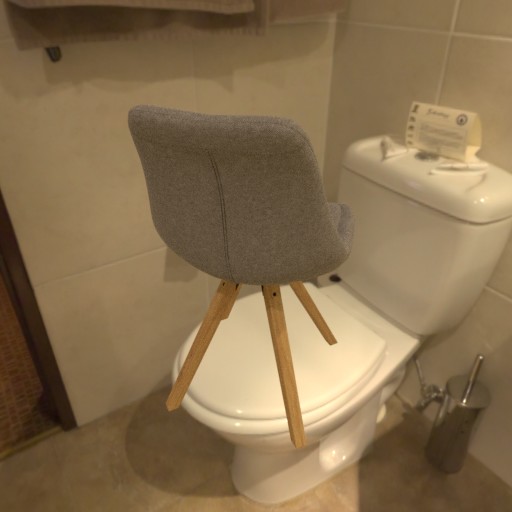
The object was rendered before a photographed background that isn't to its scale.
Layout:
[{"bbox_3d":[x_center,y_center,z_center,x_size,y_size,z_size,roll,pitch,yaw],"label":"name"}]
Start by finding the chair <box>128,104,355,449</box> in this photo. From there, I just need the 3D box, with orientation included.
[{"bbox_3d":[0.000,0.000,1.160,0.483,0.865,0.550,10,34,16],"label":"chair"}]
